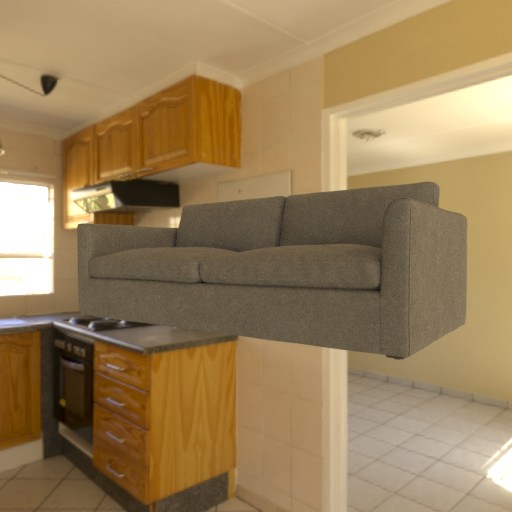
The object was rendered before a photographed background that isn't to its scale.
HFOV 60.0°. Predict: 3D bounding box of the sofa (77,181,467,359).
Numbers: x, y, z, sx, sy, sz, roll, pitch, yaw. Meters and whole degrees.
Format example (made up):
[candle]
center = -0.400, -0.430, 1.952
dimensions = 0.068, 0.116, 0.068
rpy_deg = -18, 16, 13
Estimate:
[sofa]
center = 0.000, 0.000, 2.776
dimensions = 2.257, 0.838, 1.092
rpy_deg = 0, 0, 36
